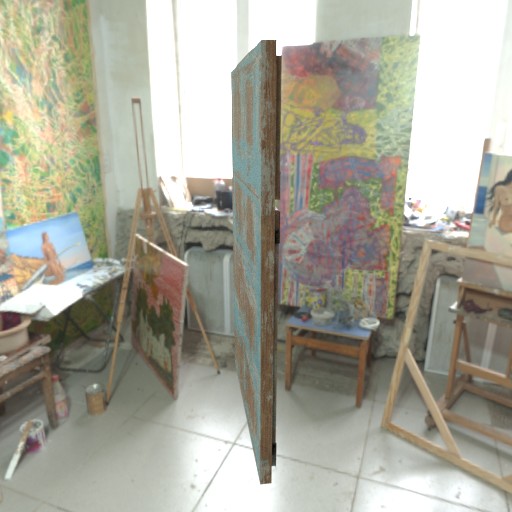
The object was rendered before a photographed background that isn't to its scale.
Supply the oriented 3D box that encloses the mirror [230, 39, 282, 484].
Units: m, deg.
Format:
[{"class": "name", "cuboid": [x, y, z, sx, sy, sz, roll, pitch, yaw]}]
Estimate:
[{"class": "mirror", "cuboid": [0.000, 0.000, 1.489, 0.083, 1.213, 0.707, -3, 17, -8]}]
